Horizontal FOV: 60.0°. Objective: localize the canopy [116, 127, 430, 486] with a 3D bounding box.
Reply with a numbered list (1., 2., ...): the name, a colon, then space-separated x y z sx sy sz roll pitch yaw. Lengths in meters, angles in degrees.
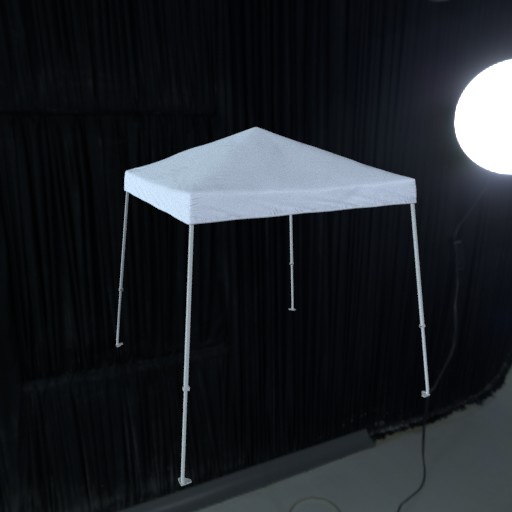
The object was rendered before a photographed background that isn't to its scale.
1. canopy: 0.000 0.000 6.441 3.599 3.600 3.600 -8 17 -26
